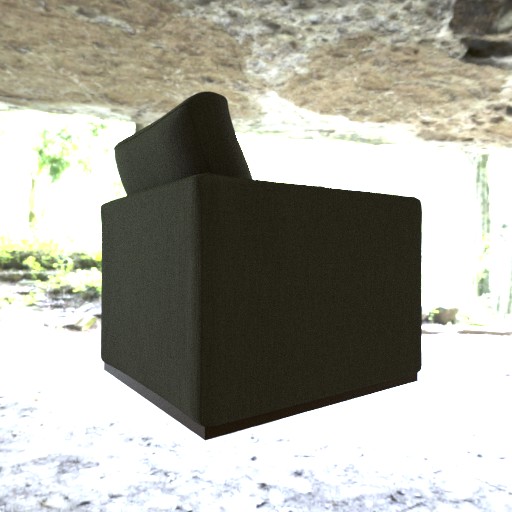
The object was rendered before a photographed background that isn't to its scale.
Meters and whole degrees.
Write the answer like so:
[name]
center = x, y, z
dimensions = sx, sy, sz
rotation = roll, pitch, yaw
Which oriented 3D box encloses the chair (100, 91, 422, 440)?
[chair]
center = 0.000, 0.000, 1.502
dimensions = 0.834, 0.811, 0.763
rotation = 0, 0, -36
